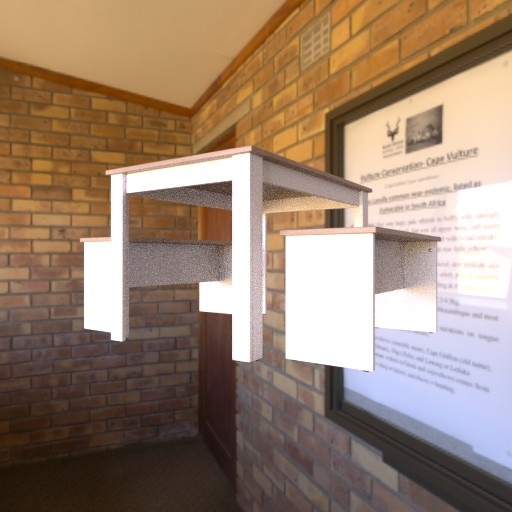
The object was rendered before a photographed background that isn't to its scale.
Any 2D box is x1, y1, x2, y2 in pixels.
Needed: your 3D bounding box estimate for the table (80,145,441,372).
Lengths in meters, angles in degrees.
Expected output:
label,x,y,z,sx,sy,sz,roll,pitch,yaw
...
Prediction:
label,x,y,z,sx,sy,sz,roll,pitch,yaw
table,0.000,0.000,2.061,1.443,0.700,1.100,0,0,34
